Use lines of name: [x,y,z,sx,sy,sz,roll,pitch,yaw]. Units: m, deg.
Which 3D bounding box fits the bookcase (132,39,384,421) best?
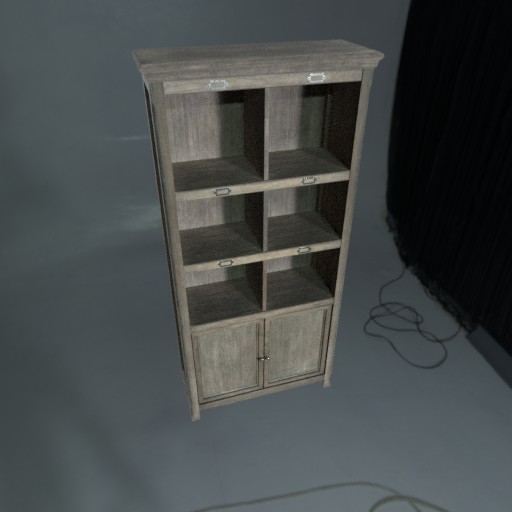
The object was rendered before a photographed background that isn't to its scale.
bookcase: [0.000,0.000,2.209,0.906,1.880,0.348,-10,35,-14]
